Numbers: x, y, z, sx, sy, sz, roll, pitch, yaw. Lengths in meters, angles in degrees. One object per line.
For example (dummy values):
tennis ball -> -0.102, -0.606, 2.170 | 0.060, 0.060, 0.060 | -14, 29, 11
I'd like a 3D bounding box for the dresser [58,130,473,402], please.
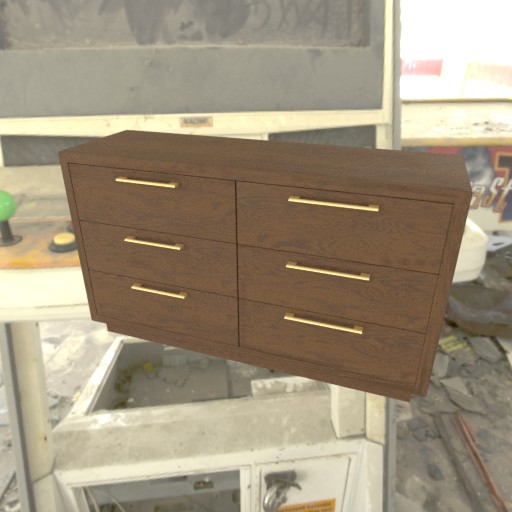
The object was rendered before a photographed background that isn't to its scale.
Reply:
dresser -> 0.000, 0.000, 1.929 | 1.523, 0.889, 0.512 | 9, 28, 17
